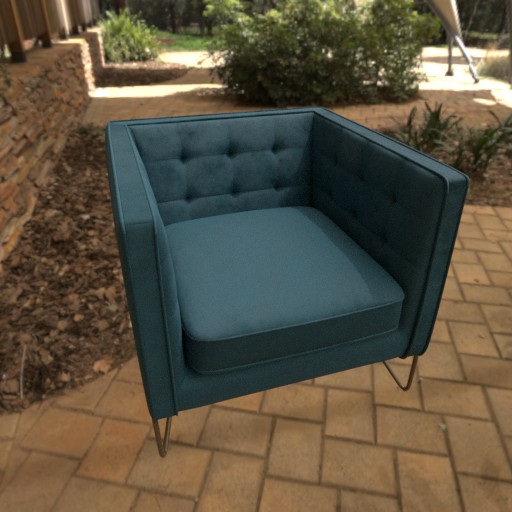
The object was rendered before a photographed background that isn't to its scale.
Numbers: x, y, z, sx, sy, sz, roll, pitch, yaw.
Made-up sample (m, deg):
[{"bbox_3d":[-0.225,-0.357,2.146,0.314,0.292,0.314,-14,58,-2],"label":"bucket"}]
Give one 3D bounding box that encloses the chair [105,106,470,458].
[{"bbox_3d":[0.000,0.000,1.529,0.880,0.790,0.894,-9,31,-16],"label":"chair"}]
